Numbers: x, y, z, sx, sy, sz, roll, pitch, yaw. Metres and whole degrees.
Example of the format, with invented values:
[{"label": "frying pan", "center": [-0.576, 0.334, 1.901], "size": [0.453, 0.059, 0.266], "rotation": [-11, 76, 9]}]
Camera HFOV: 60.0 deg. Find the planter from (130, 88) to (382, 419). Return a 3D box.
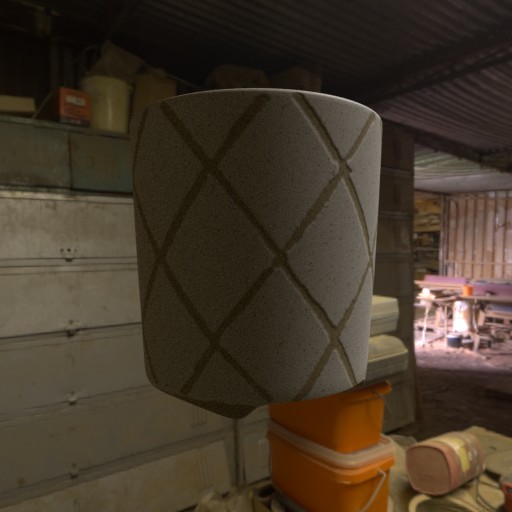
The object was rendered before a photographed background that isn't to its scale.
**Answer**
[{"label": "planter", "center": [0.000, 0.000, 0.418], "size": [0.228, 0.235, 0.228], "rotation": [0, 1, 0]}]
